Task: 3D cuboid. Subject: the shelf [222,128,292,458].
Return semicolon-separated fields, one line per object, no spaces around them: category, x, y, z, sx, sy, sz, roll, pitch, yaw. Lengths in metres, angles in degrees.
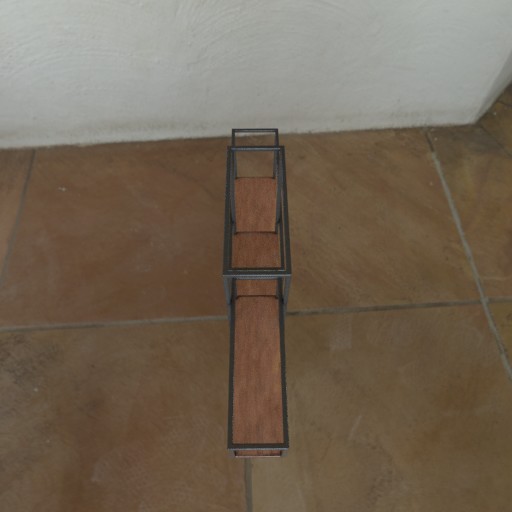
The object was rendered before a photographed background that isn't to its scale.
shelf;0.000;0.000;2.123;0.275;0.972;1.781;0;59;0
